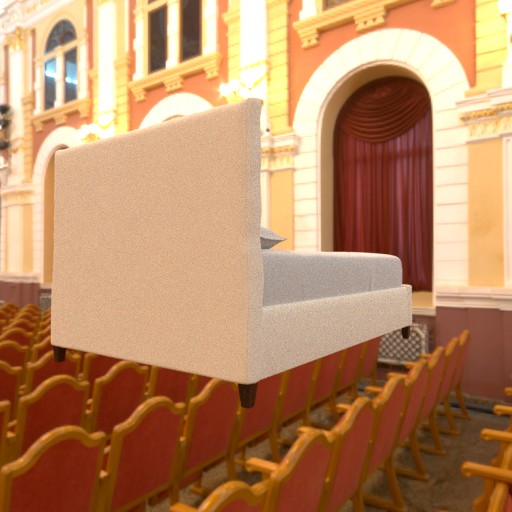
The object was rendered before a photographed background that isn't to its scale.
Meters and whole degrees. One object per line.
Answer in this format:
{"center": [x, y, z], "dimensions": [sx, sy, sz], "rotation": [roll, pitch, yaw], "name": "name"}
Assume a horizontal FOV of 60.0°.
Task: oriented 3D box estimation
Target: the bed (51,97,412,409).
{"center": [0.000, 0.000, 3.437], "dimensions": [1.698, 1.427, 2.387], "rotation": [-1, -1, 36], "name": "bed"}
